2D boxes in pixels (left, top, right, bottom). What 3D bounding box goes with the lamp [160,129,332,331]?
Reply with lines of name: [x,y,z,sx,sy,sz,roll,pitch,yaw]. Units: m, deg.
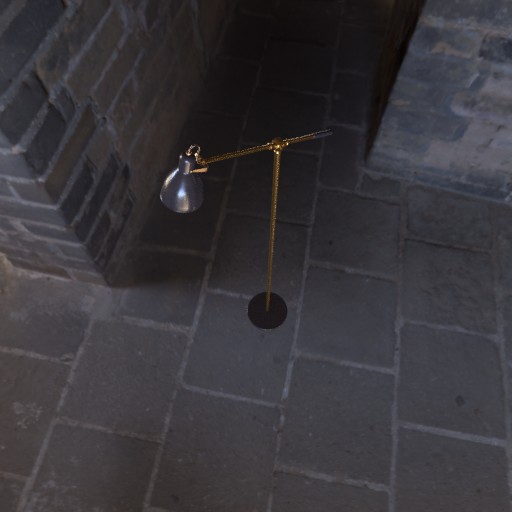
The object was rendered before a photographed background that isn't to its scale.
lamp: [0.000,0.000,1.863,0.618,1.628,0.235,-33,67,-16]
